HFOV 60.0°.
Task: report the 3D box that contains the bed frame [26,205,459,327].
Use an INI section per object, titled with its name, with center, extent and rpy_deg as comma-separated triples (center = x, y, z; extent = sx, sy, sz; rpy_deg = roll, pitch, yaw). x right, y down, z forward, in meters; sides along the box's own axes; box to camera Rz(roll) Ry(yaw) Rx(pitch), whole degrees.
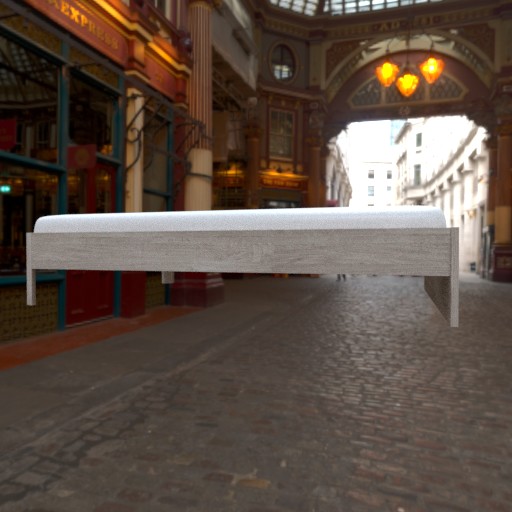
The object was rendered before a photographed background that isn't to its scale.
[bed frame]
center = 0.000, 0.000, 2.548
extent = 1.950, 0.462, 1.490
rpy_deg = 0, 1, 17
